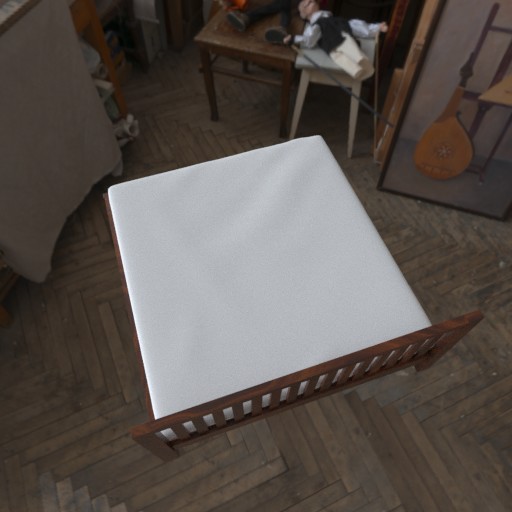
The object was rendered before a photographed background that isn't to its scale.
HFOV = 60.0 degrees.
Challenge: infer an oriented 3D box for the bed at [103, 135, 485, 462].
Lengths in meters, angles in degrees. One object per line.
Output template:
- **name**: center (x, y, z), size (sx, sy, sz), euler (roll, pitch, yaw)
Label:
- **bed**: center (0.000, 0.000, 3.099), size (1.905, 0.890, 2.030), euler (-16, 60, -10)
